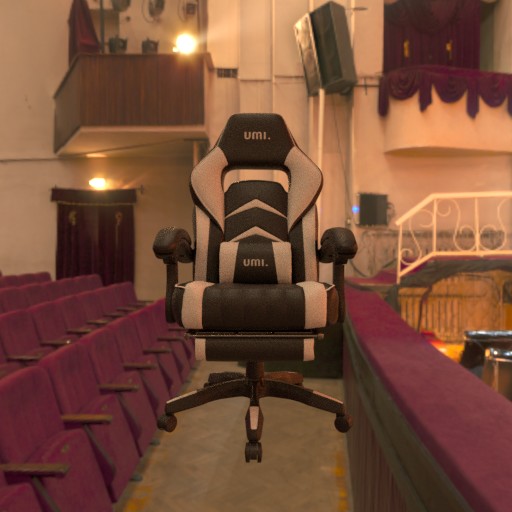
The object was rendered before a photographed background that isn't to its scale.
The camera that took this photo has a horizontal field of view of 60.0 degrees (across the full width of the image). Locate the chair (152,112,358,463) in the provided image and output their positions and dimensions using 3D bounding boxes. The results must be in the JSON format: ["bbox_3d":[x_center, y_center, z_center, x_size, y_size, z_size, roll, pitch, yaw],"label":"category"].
[{"bbox_3d":[0.000,0.000,1.616,0.676,1.200,0.700,0,1,0],"label":"chair"}]
